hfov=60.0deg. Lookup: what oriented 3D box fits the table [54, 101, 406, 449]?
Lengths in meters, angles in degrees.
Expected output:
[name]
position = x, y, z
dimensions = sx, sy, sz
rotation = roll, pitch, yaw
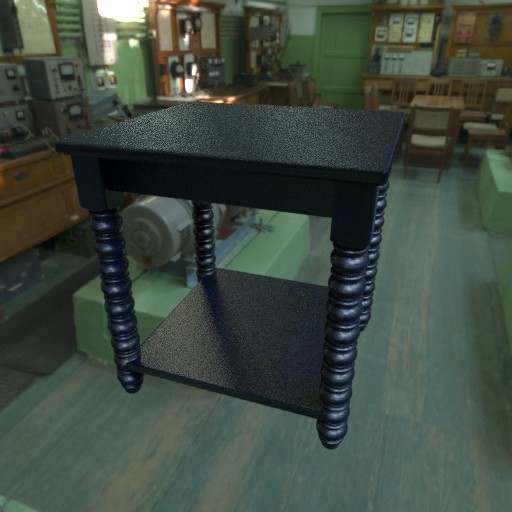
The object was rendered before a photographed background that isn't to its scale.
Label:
[table]
position = 0.000, 0.000, 0.981
dimensions = 0.533, 0.567, 0.500
rotation = 9, 28, 17
